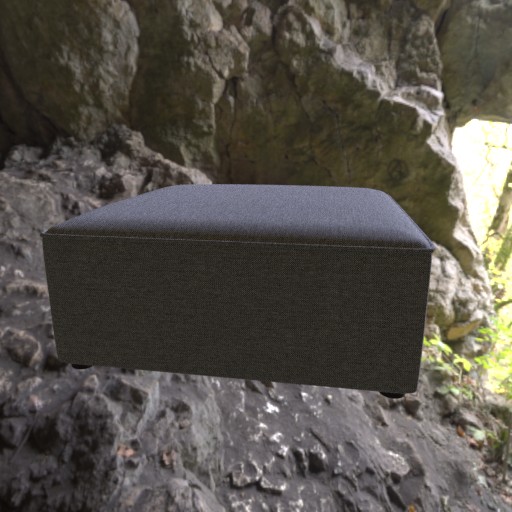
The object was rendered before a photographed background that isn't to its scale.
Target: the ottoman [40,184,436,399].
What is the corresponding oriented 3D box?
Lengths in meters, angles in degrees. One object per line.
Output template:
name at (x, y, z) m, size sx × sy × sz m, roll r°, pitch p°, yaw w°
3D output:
ottoman at (0.000, 0.000, 1.584) m, size 1.005 × 0.455 × 1.005 m, roll 3°, pitch 16°, yaw 9°
